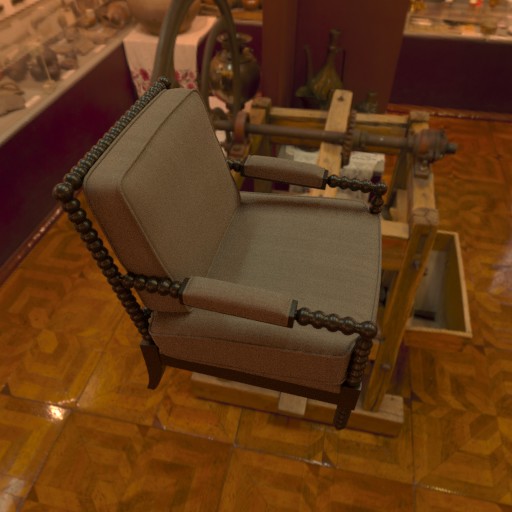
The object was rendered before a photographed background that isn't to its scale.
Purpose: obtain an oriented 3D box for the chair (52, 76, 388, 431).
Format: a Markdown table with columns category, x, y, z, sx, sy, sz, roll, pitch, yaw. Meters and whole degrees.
| category | x | y | z | sx | sy | sz | roll | pitch | yaw |
| --- | --- | --- | --- | --- | --- | --- | --- | --- | --- |
| chair | 0.000 | 0.000 | 1.108 | 0.622 | 0.661 | 0.540 | 10 | 46 | 10 |
